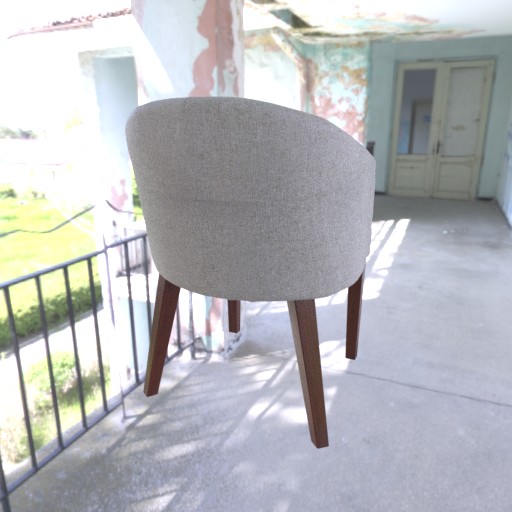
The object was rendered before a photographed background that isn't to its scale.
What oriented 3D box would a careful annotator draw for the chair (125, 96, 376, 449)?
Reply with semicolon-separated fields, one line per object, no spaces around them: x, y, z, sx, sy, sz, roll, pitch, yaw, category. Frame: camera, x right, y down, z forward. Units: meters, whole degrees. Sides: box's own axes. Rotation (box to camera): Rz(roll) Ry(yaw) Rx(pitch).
0.000;0.000;1.242;0.583;0.811;0.655;8;18;24;chair
